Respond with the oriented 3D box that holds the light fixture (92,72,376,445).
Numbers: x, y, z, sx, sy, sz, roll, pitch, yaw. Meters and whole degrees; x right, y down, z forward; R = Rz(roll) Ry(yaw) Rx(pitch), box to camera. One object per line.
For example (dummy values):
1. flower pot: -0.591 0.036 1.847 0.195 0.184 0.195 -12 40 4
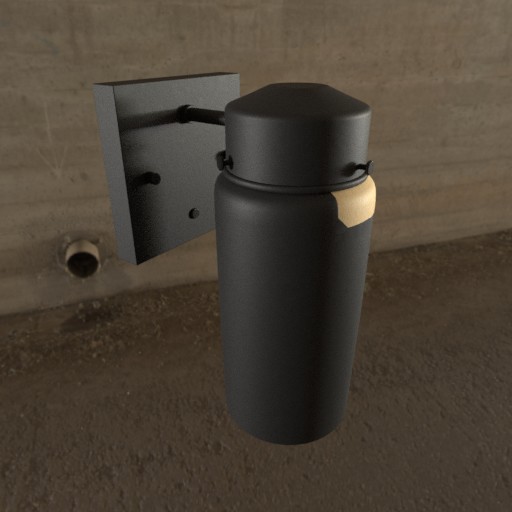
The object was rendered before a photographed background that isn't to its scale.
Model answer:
1. light fixture: 0.000 0.000 0.351 0.176 0.257 0.130 18 32 32
